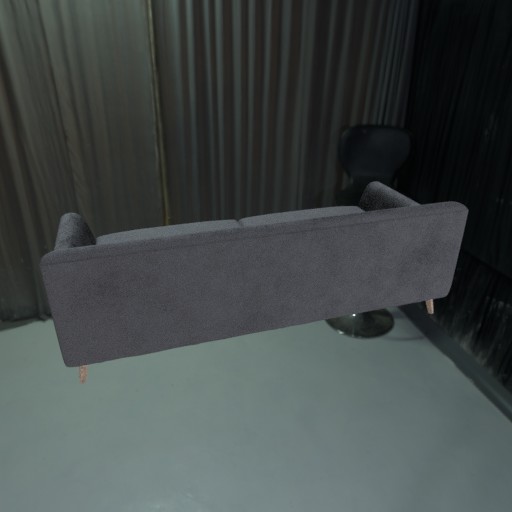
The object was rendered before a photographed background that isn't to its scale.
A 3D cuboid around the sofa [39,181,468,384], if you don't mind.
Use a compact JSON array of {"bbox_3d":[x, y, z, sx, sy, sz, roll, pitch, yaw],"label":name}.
[{"bbox_3d":[0.000,0.000,2.673,2.190,0.740,0.900,-8,28,-15],"label":"sofa"}]
